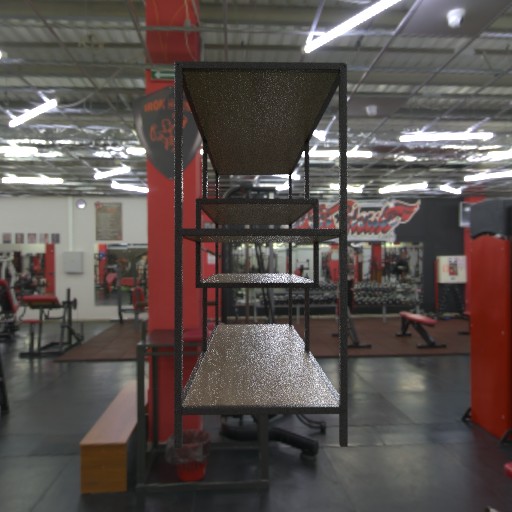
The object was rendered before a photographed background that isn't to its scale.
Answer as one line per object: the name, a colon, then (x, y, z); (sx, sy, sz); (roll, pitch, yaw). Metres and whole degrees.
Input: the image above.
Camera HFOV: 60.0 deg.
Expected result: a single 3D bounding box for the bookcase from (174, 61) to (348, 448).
bookcase: (0.000, 0.000, 1.465); (0.350, 0.780, 1.140); (0, 0, -1)
